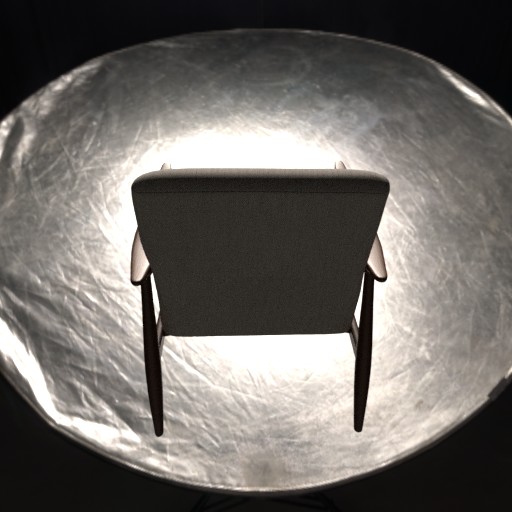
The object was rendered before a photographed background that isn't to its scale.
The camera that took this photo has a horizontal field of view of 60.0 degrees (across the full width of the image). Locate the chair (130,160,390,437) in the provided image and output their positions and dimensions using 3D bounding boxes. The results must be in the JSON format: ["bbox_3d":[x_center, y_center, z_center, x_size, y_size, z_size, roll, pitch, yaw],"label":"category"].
[{"bbox_3d":[0.000,0.000,1.458,0.741,0.832,0.798,-1,30,-1],"label":"chair"}]
